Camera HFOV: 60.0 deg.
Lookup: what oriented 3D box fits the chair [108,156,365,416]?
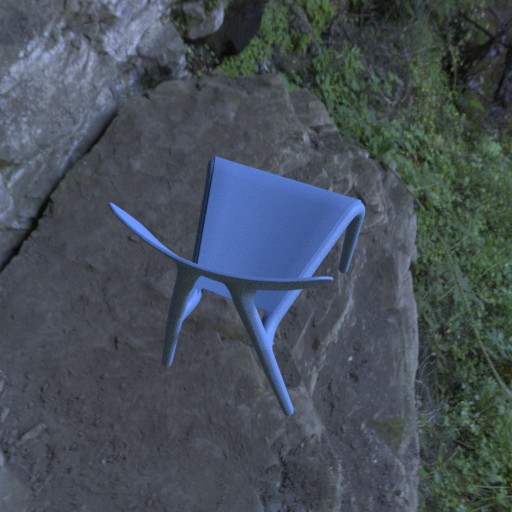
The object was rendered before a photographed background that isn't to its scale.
[{"bbox_3d":[0.000,0.000,0.826,0.356,0.580,0.401,19,63,10],"label":"chair"}]
